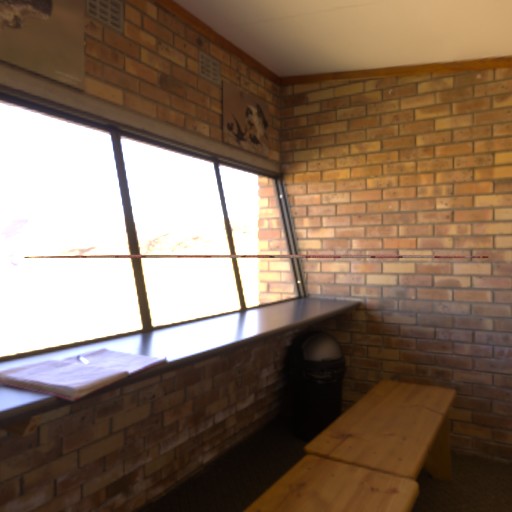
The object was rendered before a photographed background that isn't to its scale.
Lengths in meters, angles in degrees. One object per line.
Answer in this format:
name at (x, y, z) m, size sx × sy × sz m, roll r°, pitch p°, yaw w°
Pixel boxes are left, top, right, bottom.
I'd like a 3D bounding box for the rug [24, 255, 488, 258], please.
rug at (0.000, 0.000, 2.337) m, size 1.817 × 0.008 × 1.223 m, roll 0°, pitch 0°, yaw -1°
